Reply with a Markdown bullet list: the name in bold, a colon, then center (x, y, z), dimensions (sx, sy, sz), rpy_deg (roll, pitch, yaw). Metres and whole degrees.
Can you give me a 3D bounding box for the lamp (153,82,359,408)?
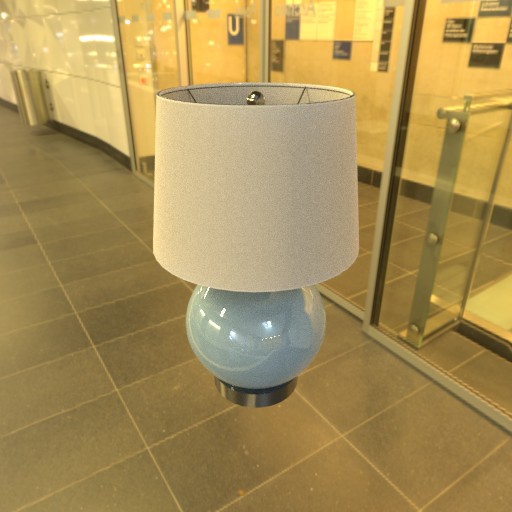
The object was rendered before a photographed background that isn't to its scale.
- **lamp**: center (0.000, 0.000, 0.551), dimensions (0.247, 0.387, 0.247), rpy_deg (0, 26, 0)
